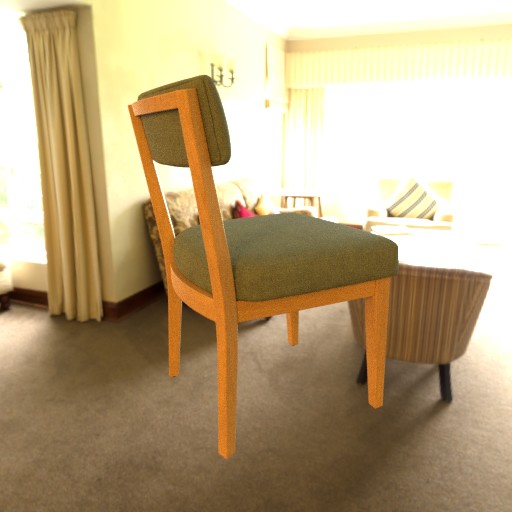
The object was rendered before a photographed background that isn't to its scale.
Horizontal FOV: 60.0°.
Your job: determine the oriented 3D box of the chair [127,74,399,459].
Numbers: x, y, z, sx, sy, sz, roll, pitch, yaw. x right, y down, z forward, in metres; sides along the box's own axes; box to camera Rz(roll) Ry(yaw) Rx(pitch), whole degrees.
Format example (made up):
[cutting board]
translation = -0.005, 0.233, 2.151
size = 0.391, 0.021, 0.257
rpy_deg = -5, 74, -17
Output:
[chair]
translation = 0.000, 0.000, 1.191
size = 0.572, 0.832, 0.508
rpy_deg = -8, 17, -27
